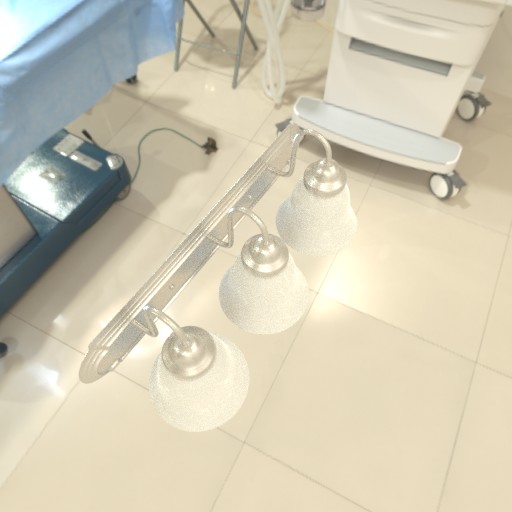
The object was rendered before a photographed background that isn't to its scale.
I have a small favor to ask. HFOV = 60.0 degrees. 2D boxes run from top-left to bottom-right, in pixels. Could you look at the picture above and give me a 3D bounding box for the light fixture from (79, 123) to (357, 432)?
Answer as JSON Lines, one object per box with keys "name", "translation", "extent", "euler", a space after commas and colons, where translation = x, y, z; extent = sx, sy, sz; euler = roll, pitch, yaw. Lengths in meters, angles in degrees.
{"name": "light fixture", "translation": [0.000, 0.000, 0.722], "extent": [0.199, 0.222, 0.610], "euler": [30, 63, 17]}
